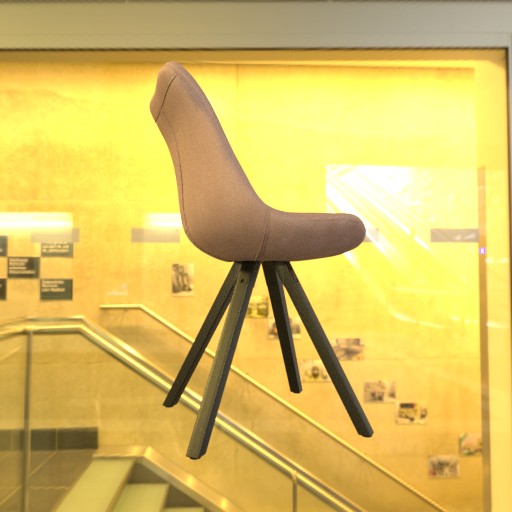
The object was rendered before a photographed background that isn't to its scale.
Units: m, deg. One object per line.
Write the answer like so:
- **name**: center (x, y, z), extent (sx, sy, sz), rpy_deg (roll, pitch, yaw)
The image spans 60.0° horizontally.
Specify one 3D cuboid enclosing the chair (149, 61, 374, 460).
- **chair**: center (0.000, 0.000, 1.190), extent (0.547, 0.865, 0.483), rpy_deg (1, -2, -19)
